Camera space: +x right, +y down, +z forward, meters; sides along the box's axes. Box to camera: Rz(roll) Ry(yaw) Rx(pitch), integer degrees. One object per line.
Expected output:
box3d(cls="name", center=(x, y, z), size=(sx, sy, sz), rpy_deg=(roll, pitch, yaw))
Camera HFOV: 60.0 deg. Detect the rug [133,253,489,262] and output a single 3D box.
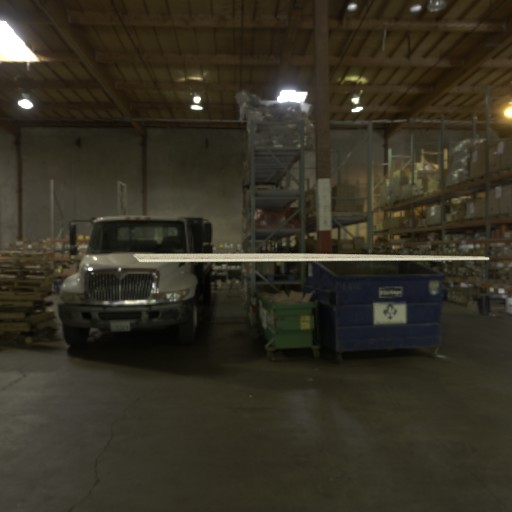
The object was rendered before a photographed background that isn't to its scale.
box3d(cls="rug", center=(0.000, 0.000, 2.307), size=(1.219, 0.012, 1.839), rpy_deg=(0, 1, -16))
